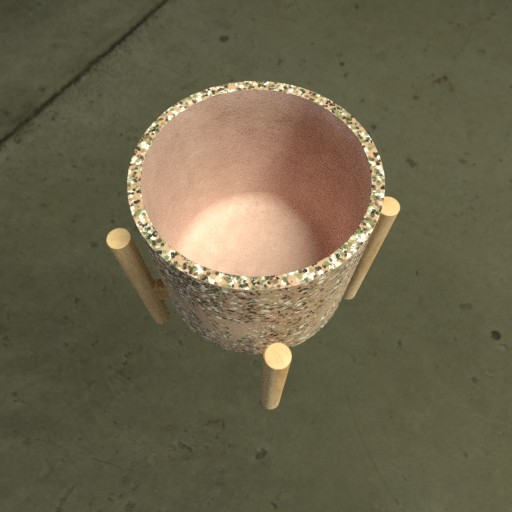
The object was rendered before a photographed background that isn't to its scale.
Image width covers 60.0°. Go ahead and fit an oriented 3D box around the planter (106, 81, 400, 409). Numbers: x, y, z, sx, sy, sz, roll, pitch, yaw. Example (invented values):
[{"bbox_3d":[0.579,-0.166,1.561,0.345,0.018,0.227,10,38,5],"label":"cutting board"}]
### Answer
[{"bbox_3d":[0.000,0.000,0.527,0.284,0.320,0.284,13,64,7],"label":"planter"}]
